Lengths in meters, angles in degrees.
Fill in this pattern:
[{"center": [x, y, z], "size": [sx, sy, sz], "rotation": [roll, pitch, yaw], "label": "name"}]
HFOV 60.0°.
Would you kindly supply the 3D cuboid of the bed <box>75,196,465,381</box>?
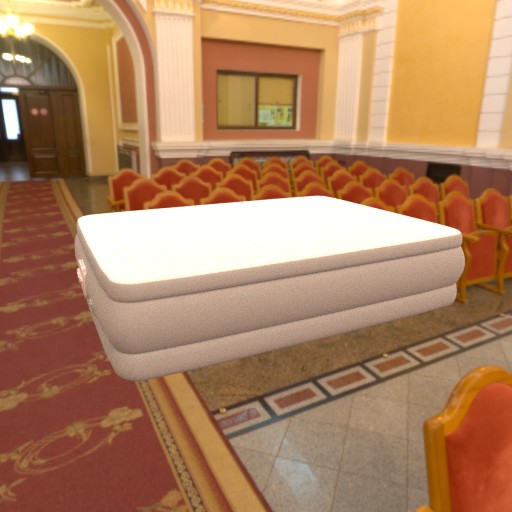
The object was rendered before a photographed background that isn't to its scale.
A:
[{"center": [0.000, 0.000, 2.715], "size": [2.036, 0.460, 1.520], "rotation": [-8, 19, -25], "label": "bed"}]
